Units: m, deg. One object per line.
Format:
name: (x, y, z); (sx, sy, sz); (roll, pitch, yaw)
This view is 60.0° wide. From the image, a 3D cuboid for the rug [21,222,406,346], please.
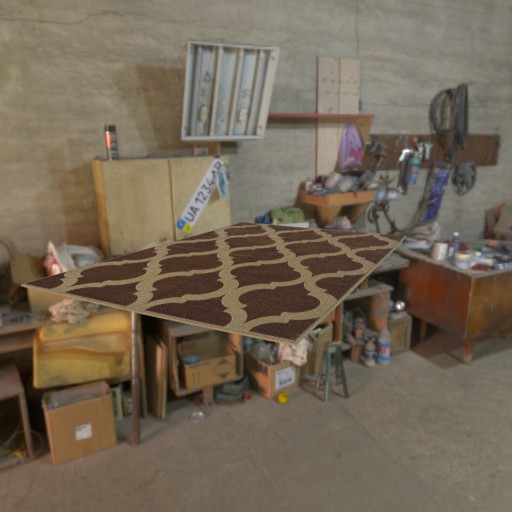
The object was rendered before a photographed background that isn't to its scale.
rug: (0.000, 0.000, 2.888); (1.526, 0.014, 2.290); (7, 15, 27)
